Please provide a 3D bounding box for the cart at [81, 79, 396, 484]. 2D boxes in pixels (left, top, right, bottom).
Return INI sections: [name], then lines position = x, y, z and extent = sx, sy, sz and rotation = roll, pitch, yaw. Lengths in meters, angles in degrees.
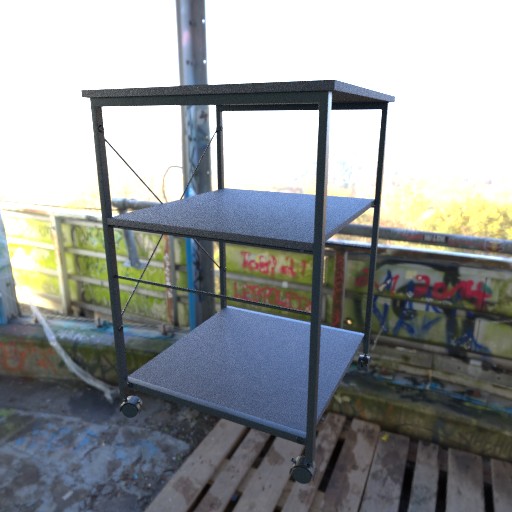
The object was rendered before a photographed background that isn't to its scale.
[cart]
position = 0.000, 0.000, 1.103
extent = 0.520, 0.762, 0.521
rotation = 8, 19, 25
